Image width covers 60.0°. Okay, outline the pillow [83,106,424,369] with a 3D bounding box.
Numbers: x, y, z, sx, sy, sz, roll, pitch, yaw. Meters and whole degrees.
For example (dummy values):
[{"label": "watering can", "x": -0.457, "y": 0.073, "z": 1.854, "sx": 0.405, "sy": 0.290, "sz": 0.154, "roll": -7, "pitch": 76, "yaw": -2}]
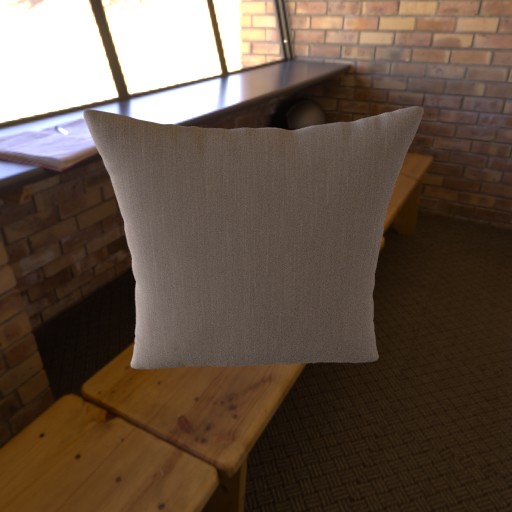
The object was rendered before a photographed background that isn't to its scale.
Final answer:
[{"label": "pillow", "x": 0.000, "y": 0.000, "z": 0.788, "sx": 0.511, "sy": 0.509, "sz": 0.161, "roll": -1, "pitch": 30, "yaw": -2}]
